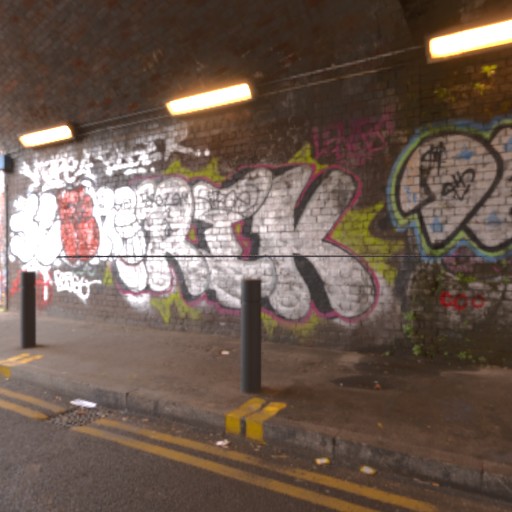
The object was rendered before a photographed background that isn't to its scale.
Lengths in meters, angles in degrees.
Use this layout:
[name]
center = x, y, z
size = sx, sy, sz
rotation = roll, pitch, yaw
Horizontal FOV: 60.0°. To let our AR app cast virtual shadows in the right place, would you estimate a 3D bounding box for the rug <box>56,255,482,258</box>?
[rug]
center = 0.000, 0.000, 2.332
size = 1.819, 0.005, 1.200
rotation = 0, 0, -19
